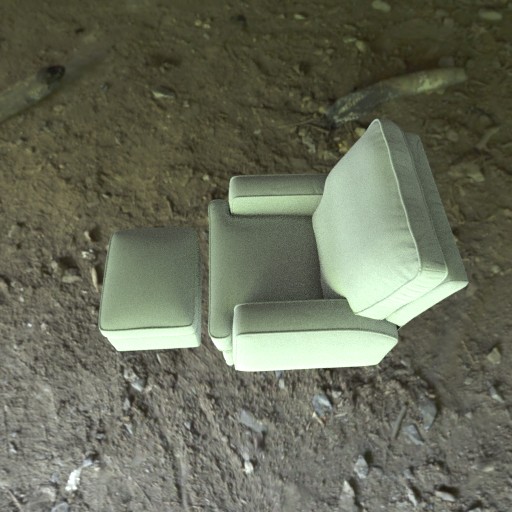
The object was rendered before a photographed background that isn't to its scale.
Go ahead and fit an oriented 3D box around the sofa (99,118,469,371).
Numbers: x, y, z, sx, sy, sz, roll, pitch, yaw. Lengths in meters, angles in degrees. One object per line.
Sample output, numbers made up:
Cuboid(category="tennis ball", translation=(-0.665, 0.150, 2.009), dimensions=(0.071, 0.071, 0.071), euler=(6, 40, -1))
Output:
Cuboid(category="sofa", translation=(0.000, 0.000, 2.036), dimensions=(1.472, 0.959, 0.861), euler=(-3, 59, -2))
